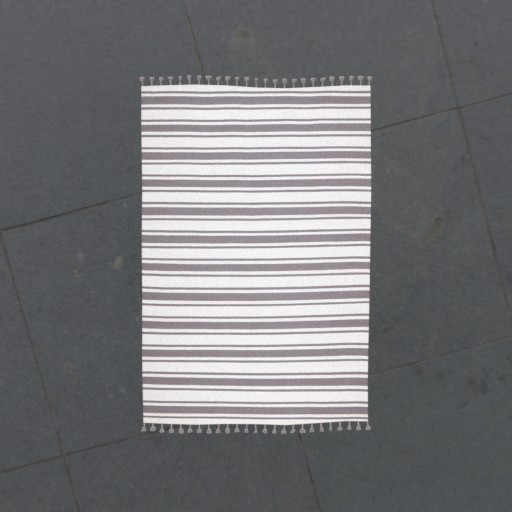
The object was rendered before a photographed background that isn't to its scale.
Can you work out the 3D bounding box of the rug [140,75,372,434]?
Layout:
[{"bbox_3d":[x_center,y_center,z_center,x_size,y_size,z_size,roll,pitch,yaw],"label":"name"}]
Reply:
[{"bbox_3d":[0.000,0.000,3.000,1.563,0.014,2.425,0,91,0],"label":"rug"}]
